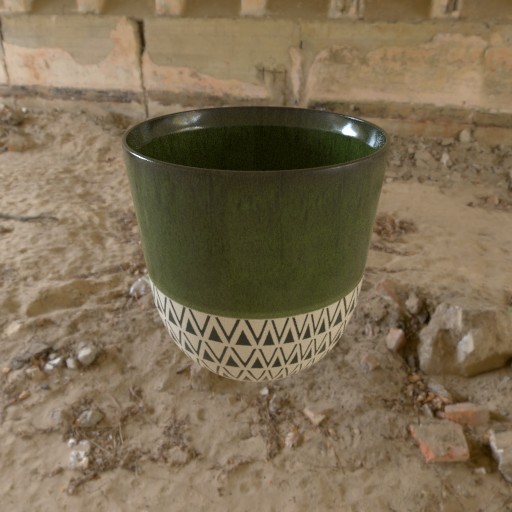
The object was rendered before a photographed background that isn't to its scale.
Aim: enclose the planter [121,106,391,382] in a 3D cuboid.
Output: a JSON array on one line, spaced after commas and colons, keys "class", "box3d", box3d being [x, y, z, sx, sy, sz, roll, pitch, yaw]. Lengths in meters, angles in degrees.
[{"class": "planter", "box3d": [0.000, 0.000, 0.482, 0.245, 0.270, 0.245, 0, 29, 0]}]
